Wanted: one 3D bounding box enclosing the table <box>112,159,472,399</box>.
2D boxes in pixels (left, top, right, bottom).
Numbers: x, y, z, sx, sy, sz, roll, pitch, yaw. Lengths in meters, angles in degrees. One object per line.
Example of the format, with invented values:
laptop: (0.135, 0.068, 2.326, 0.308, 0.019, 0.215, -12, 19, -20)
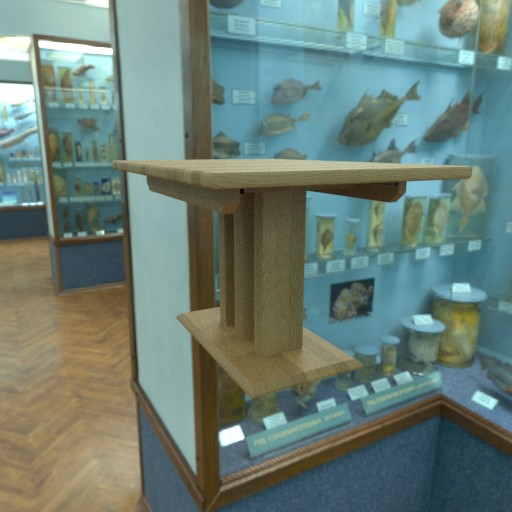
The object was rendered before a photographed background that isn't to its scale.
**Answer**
table: (0.000, 0.000, 1.869, 0.900, 0.770, 1.300, -7, 15, -26)
